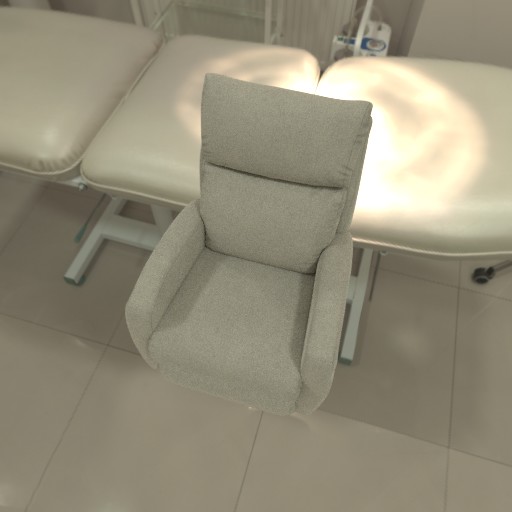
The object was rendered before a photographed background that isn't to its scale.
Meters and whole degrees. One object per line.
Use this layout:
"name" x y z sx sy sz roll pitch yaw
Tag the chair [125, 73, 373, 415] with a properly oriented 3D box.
"chair" 0.000 0.000 1.751 0.794 1.021 0.940 14 59 9
